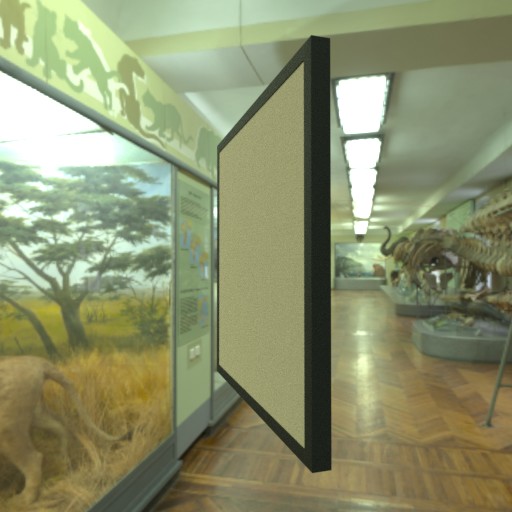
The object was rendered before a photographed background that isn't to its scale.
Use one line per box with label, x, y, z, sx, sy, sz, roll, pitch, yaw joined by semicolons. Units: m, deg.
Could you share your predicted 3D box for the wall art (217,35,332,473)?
wall art;0.000;0.000;0.456;0.015;0.304;0.306;0;-1;-17
